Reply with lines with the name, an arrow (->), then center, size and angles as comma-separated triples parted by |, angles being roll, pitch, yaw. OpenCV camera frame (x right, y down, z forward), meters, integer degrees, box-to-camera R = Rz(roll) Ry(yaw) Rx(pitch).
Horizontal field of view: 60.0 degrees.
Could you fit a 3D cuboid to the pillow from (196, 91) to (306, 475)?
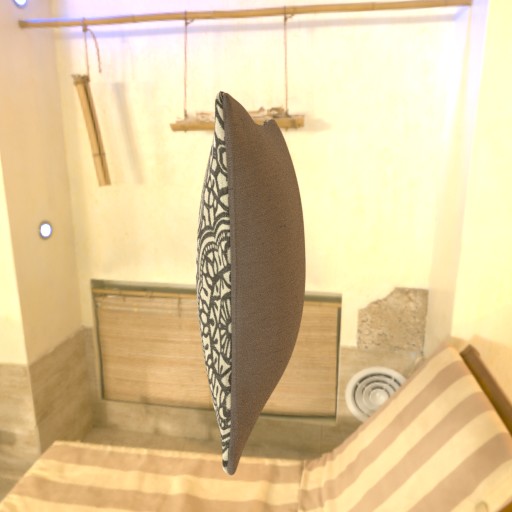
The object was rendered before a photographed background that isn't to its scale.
pillow -> 0.000, 0.000, 0.661 | 0.148, 0.417, 0.436 | 2, 14, 8
